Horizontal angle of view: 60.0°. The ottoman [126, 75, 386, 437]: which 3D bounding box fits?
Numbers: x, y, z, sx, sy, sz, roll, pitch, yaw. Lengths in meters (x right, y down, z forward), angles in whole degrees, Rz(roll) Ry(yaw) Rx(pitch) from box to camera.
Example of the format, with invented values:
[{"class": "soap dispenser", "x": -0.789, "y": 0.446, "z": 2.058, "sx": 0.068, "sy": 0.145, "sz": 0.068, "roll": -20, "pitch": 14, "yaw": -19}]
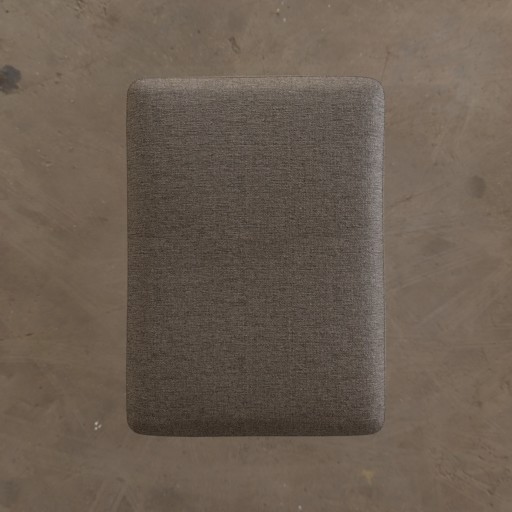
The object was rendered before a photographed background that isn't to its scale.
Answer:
[{"class": "ottoman", "x": 0.000, "y": 0.000, "z": 1.246, "sx": 0.637, "sy": 0.478, "sz": 0.885, "roll": 0, "pitch": 90, "yaw": 0}]
